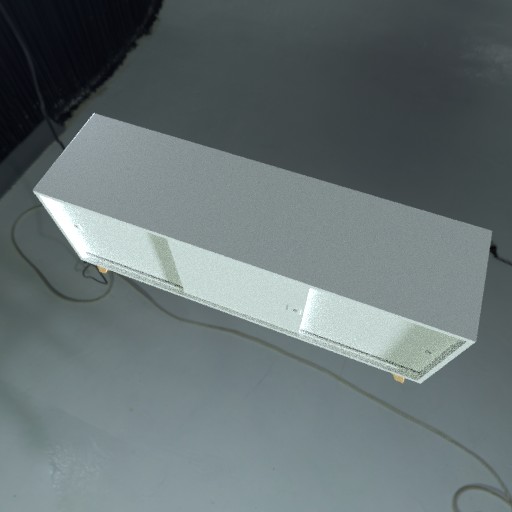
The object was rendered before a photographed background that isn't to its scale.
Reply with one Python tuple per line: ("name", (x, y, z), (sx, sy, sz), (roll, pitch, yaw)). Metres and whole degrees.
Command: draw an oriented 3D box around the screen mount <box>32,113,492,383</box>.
("screen mount", (0.000, 0.000, 1.748), (1.490, 0.619, 0.400), (19, 62, 10))
